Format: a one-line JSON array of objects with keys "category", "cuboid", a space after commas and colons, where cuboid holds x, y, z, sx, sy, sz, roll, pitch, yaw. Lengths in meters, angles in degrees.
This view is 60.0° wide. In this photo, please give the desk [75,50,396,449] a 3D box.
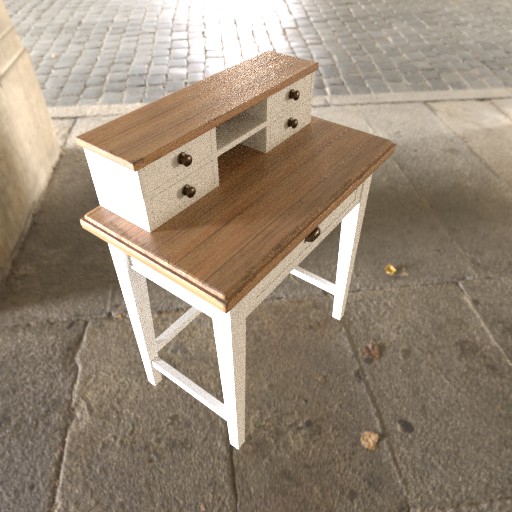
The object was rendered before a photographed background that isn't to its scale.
[{"category": "desk", "cuboid": [0.000, 0.000, 1.411, 0.462, 0.981, 0.814, 27, 49, 26]}]
